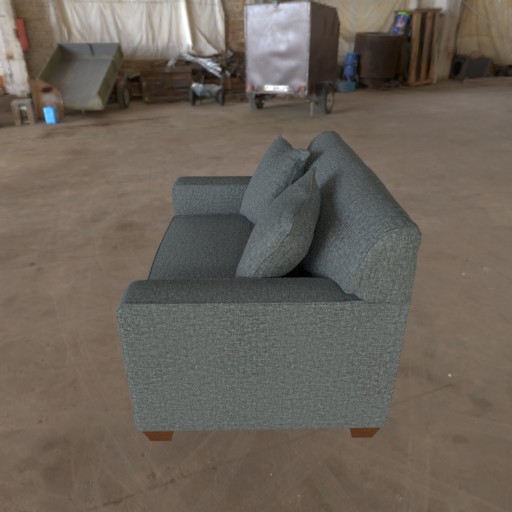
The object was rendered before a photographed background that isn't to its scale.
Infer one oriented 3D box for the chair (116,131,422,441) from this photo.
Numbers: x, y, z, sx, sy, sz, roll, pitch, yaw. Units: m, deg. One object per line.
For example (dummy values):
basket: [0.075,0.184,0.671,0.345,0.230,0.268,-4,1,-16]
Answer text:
chair: [0.000,0.000,2.094,1.000,0.948,1.383,-1,27,-1]
